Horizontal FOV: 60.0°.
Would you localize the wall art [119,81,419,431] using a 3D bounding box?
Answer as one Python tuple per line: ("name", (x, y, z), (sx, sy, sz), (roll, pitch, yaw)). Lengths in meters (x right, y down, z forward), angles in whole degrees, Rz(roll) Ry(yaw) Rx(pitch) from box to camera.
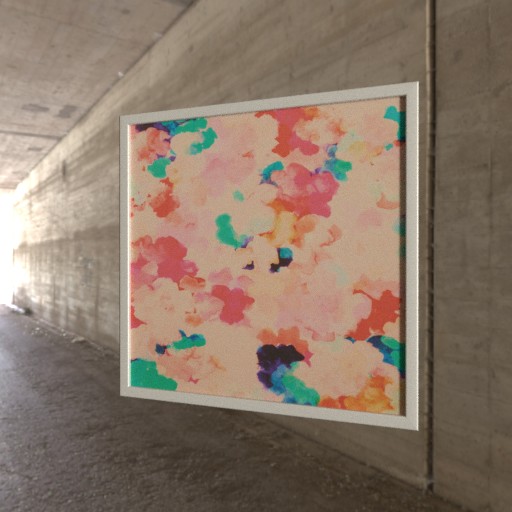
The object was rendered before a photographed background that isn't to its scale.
("wall art", (0.000, 0.000, 0.737), (0.506, 0.505, 0.038), (0, 0, 18))
